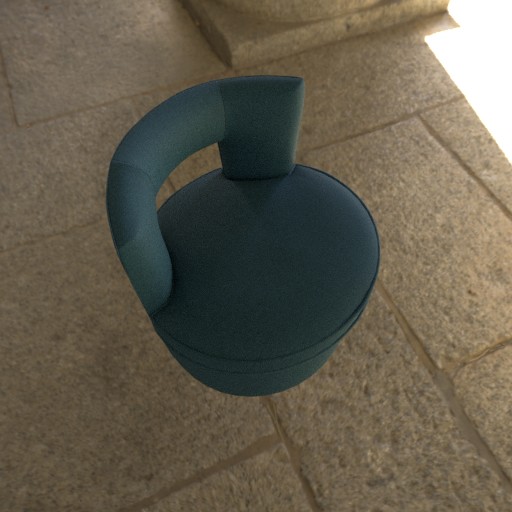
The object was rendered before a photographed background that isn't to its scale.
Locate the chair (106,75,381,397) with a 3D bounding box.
[{"bbox_3d":[0.000,0.000,1.247,0.660,0.711,0.684,33,64,18],"label":"chair"}]
